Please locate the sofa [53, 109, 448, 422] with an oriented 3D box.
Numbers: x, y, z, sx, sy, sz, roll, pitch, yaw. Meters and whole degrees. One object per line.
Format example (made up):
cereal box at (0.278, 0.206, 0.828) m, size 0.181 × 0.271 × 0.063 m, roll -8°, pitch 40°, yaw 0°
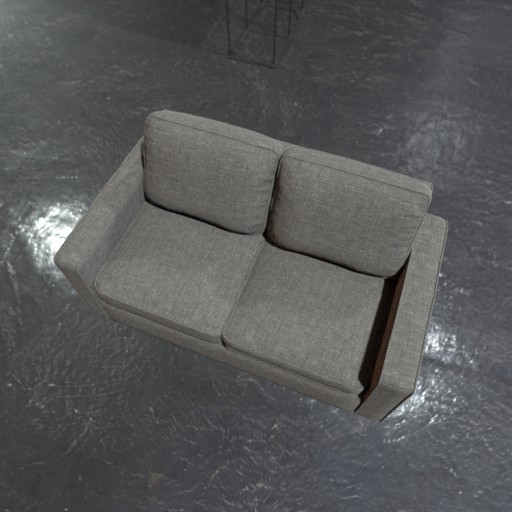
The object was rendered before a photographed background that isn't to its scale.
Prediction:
sofa at (0.000, 0.000, 2.239) m, size 1.709 × 0.918 × 0.947 m, roll 18°, pitch 60°, yaw 11°
